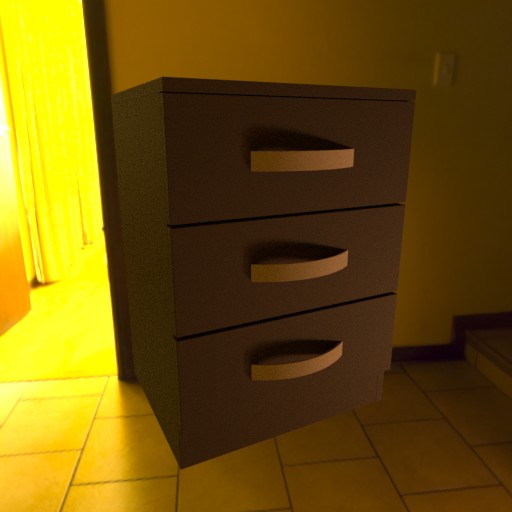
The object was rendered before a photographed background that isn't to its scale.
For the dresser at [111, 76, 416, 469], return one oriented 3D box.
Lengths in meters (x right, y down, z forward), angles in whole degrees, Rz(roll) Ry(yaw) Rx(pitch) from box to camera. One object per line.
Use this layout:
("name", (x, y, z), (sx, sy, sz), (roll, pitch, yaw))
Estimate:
("dresser", (0.000, 0.000, 0.805), (0.400, 0.560, 0.360), (-8, 18, -26))
